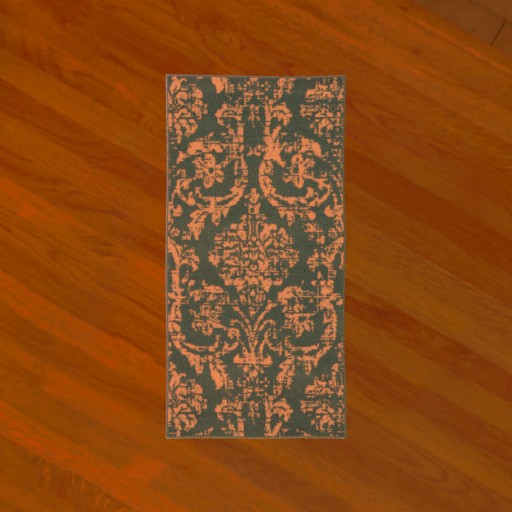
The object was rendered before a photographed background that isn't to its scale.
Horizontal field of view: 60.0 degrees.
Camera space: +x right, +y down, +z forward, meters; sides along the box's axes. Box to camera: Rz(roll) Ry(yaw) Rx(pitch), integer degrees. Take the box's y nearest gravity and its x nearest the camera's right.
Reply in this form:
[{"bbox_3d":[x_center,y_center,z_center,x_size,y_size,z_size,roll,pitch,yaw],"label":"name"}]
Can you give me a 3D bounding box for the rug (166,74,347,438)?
[{"bbox_3d":[0.000,0.000,1.483,0.604,0.007,1.219,0,90,0],"label":"rug"}]
